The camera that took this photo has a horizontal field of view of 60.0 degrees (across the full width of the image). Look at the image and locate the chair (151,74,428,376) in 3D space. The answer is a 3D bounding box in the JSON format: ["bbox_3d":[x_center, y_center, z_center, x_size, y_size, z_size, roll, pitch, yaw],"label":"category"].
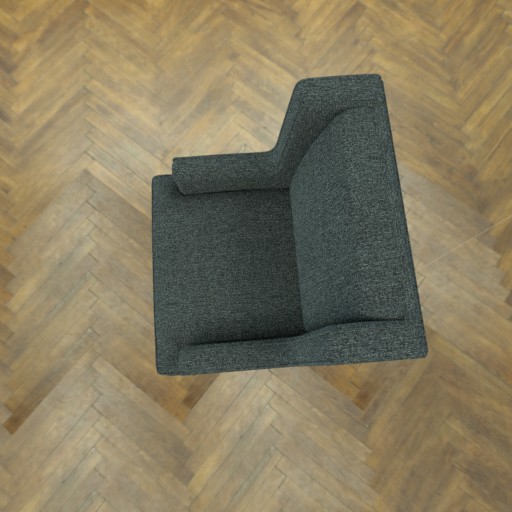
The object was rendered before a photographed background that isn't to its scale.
[{"bbox_3d":[0.000,0.000,1.874,0.927,1.082,0.942,-4,76,-1],"label":"chair"}]
